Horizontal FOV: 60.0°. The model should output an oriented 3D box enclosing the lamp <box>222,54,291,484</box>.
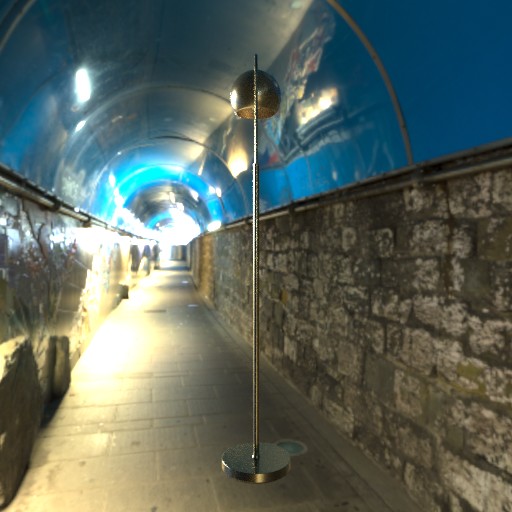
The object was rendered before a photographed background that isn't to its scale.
[{"bbox_3d":[0.000,0.000,1.692,0.250,1.526,0.431,0,1,-1],"label":"lamp"}]
